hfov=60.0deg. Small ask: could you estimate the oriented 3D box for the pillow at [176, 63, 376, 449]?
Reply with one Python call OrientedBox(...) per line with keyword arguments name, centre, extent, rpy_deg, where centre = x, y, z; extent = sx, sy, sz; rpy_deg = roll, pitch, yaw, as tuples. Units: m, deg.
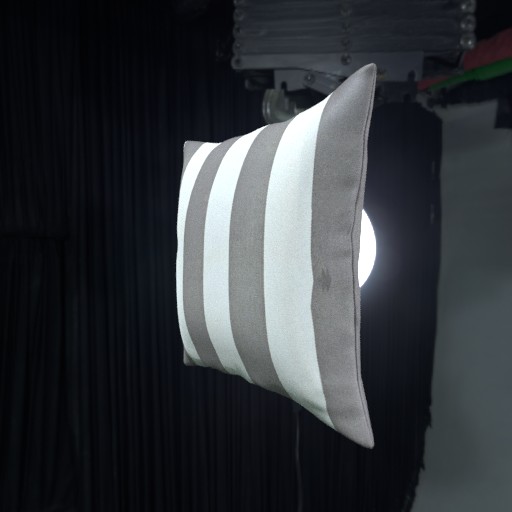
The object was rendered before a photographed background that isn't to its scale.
OrientedBox(name="pillow", centre=(0.000, 0.000, 0.788), extent=(0.192, 0.507, 0.522), rpy_deg=(-1, 1, -37))
